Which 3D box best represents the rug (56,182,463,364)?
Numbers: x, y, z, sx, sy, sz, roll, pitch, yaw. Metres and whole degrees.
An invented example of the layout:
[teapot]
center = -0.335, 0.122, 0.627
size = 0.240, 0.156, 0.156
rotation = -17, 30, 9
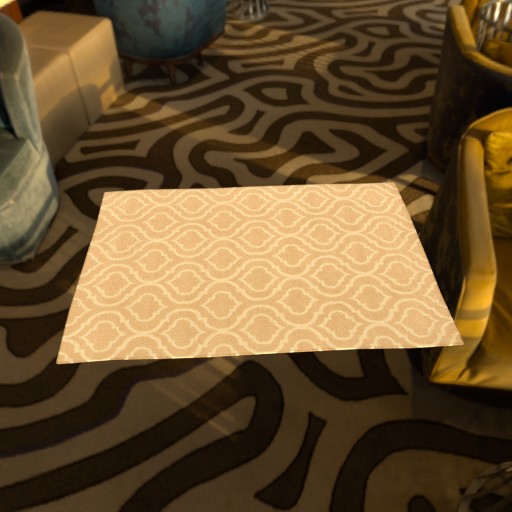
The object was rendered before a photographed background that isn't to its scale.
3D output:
[rug]
center = 0.000, 0.000, 2.281
size = 1.761, 0.013, 1.152
rotation = -2, 47, -2
